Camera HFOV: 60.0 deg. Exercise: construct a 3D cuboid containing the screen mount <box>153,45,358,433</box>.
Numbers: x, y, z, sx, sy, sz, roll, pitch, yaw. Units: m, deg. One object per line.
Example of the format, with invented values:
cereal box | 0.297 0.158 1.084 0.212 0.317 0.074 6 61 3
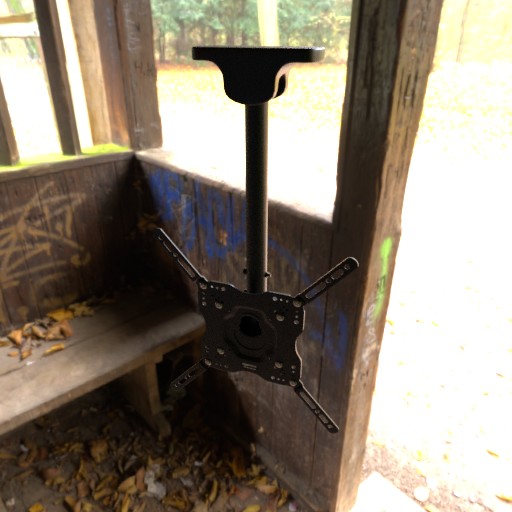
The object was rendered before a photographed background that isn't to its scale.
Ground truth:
screen mount | 0.000 0.000 0.853 0.393 0.729 0.090 9 29 17
